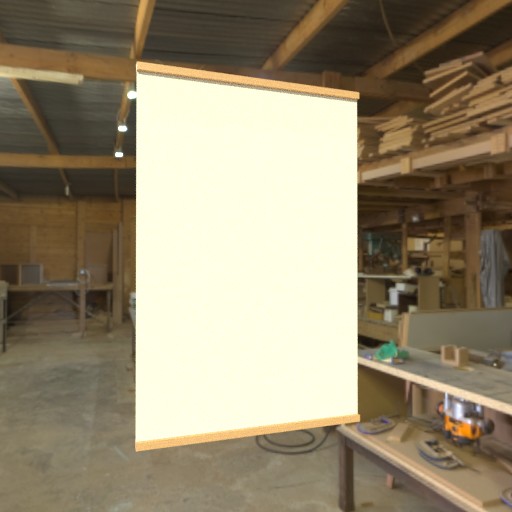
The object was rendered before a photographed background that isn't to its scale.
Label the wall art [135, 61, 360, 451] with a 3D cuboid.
[{"bbox_3d":[0.000,0.000,1.894,0.991,1.510,0.040,0,-1,-19],"label":"wall art"}]
